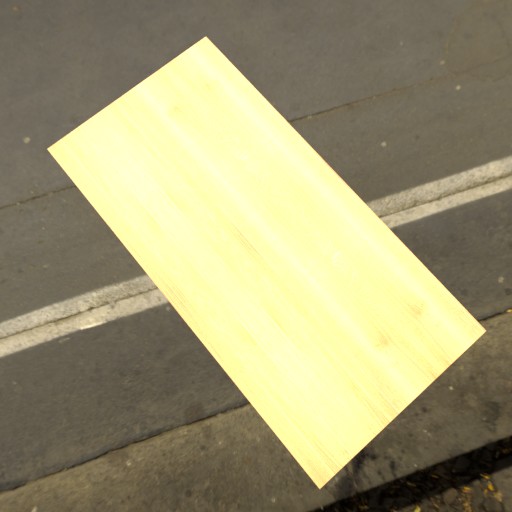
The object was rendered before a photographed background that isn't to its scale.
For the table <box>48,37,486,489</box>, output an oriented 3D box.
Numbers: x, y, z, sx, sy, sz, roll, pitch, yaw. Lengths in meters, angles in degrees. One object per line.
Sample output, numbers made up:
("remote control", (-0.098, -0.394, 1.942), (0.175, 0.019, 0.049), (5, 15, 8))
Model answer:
("table", (0.000, 0.000, 2.234), (0.900, 0.750, 1.800), (-39, 80, -9))
